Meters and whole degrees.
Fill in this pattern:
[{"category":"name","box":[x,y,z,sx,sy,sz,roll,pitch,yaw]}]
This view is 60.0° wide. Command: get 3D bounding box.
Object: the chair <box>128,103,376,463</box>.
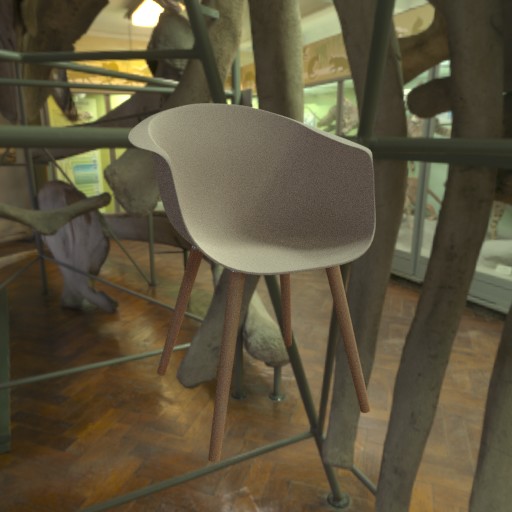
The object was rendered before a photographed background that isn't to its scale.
[{"category":"chair","box":[0.000,0.000,1.150,0.593,0.781,0.504,-7,16,-25]}]
